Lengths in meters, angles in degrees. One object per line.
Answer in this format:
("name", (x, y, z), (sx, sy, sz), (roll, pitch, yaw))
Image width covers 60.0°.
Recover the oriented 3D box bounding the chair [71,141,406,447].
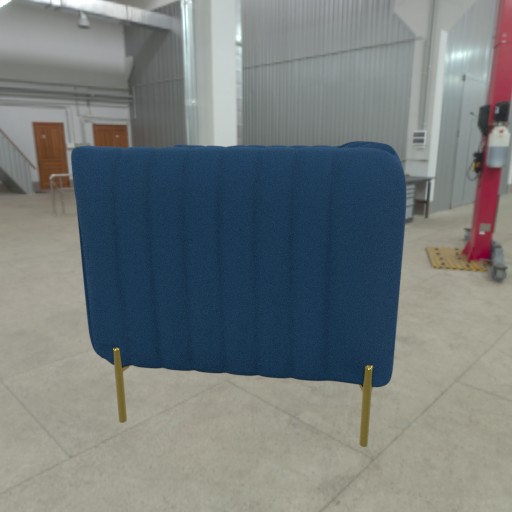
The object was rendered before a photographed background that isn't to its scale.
("chair", (0.000, 0.000, 1.582), (0.877, 0.793, 0.947), (2, 14, 9))
